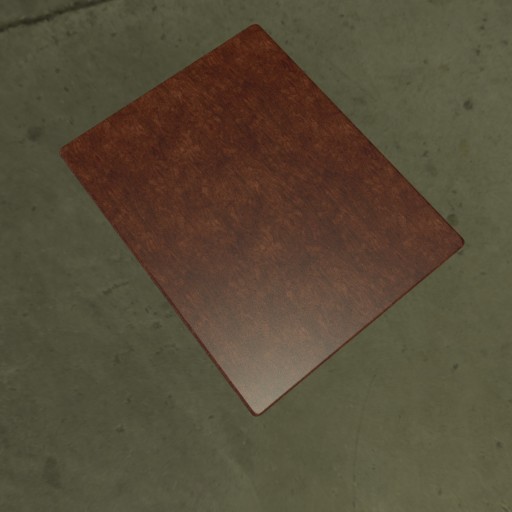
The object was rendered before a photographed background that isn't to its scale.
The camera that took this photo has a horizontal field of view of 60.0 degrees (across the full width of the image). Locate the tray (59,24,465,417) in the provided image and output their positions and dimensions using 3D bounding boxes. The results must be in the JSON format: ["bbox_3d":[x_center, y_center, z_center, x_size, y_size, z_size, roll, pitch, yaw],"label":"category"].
[{"bbox_3d":[0.000,0.000,0.959,0.381,0.660,0.483,-37,78,-10],"label":"tray"}]
